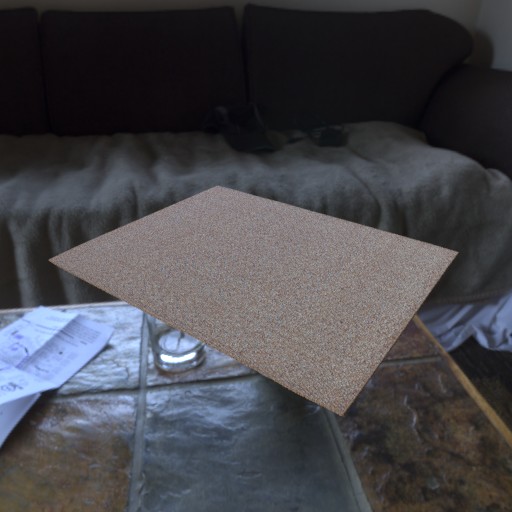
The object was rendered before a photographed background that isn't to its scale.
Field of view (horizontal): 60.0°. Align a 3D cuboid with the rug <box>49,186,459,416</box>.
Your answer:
[{"bbox_3d":[0.000,0.000,4.178,3.048,0.013,2.439,20,35,31],"label":"rug"}]
